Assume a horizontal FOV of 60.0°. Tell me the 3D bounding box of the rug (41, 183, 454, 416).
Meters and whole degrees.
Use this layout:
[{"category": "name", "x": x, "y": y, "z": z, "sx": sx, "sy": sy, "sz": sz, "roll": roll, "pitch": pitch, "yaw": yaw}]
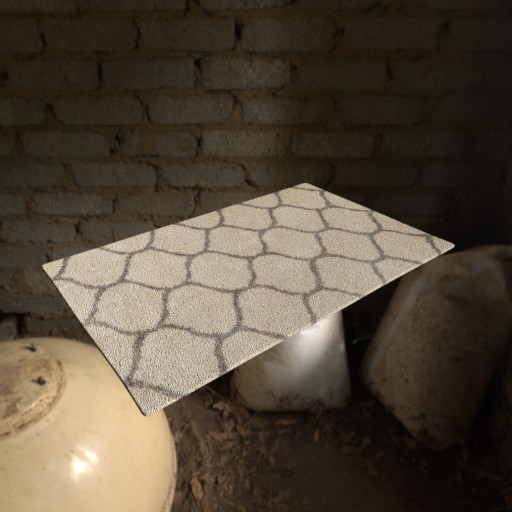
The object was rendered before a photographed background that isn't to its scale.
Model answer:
[{"category": "rug", "x": 0.000, "y": 0.000, "z": 2.966, "sx": 2.348, "sy": 0.024, "sz": 1.501, "roll": -22, "pitch": 37, "yaw": -32}]
